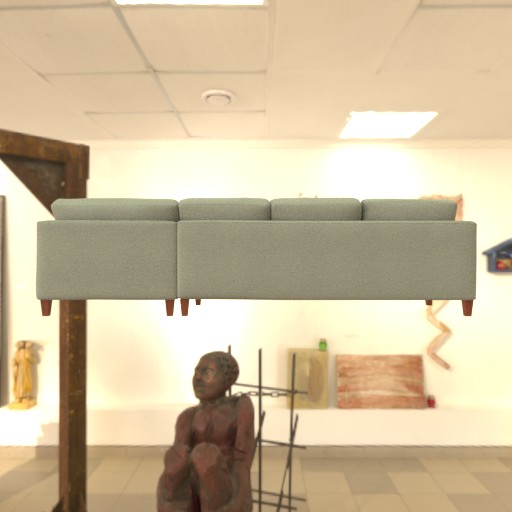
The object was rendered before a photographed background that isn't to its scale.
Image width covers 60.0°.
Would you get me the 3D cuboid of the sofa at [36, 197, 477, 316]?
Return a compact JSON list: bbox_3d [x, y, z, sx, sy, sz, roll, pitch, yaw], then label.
[{"bbox_3d":[0.000,0.000,4.215,3.471,0.950,1.604,0,0,0],"label":"sofa"}]
